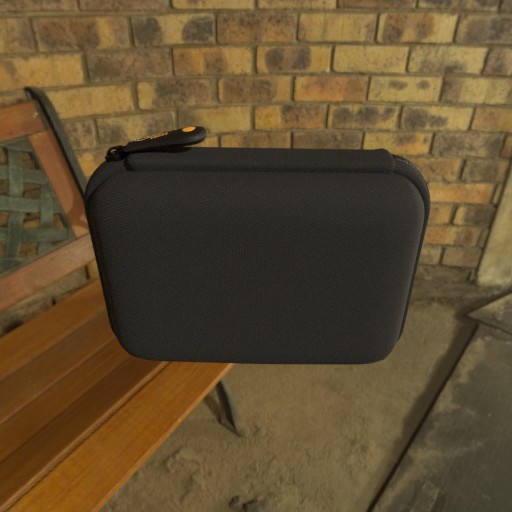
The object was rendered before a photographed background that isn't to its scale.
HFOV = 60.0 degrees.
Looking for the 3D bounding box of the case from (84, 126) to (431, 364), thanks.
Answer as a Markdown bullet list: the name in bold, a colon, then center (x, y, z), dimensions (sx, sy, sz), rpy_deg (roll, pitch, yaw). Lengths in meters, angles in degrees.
- **case**: center (0.000, 0.000, 0.183), dimensions (0.132, 0.105, 0.038), rpy_deg (1, 31, 1)
